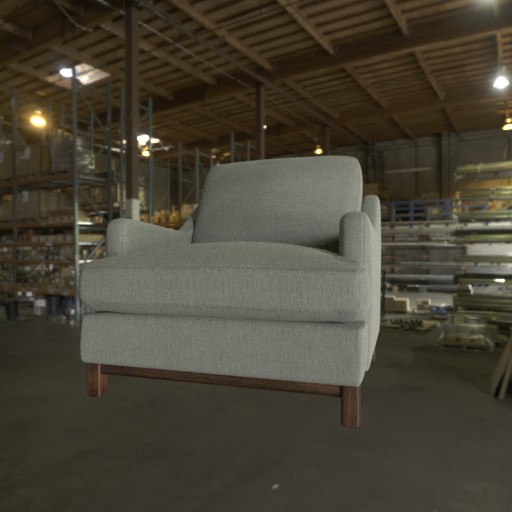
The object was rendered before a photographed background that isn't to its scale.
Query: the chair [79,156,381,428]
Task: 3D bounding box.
[{"bbox_3d":[0.000,0.000,1.560,0.826,0.821,0.892,0,0,18],"label":"chair"}]
